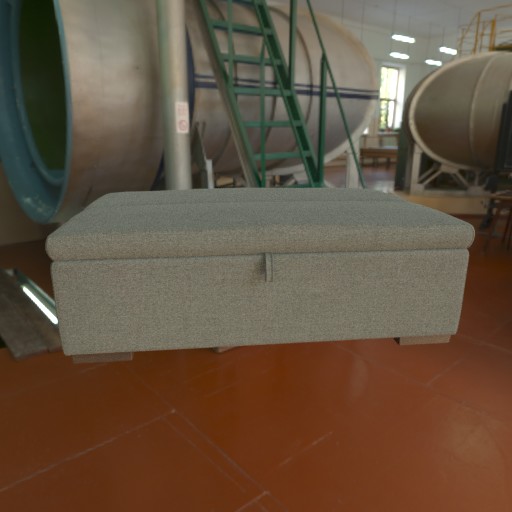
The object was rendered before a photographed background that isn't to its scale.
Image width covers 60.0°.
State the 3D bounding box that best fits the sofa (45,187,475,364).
[{"bbox_3d":[0.000,0.000,1.671,1.250,0.434,0.817,-2,16,-6],"label":"sofa"}]
